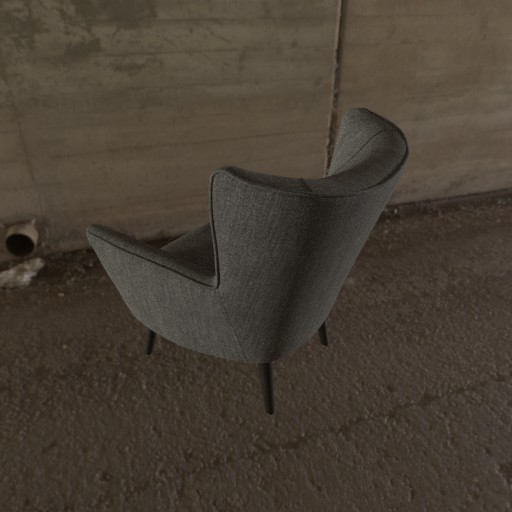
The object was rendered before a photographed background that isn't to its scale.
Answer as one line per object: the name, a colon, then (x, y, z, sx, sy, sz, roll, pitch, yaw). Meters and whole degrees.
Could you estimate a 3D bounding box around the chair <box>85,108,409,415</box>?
chair: (0.000, 0.000, 1.566, 0.888, 0.933, 0.781, 19, 36, 29)
